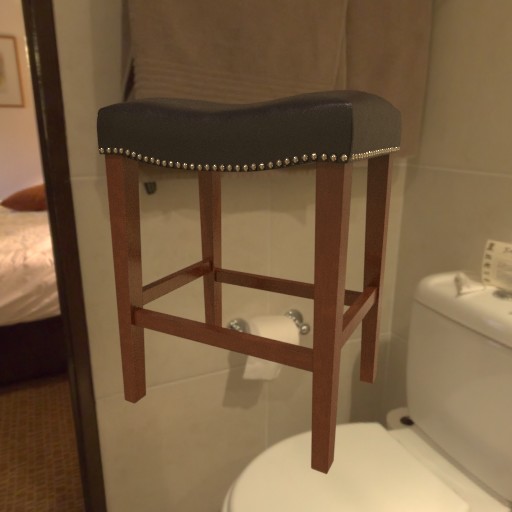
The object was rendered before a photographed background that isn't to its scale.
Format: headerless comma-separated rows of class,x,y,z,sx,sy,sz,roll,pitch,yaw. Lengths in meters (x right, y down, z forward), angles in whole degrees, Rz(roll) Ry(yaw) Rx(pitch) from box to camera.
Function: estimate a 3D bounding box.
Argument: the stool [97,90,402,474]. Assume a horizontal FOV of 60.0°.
stool,0.000,0.000,0.958,0.504,0.654,0.372,8,18,27
